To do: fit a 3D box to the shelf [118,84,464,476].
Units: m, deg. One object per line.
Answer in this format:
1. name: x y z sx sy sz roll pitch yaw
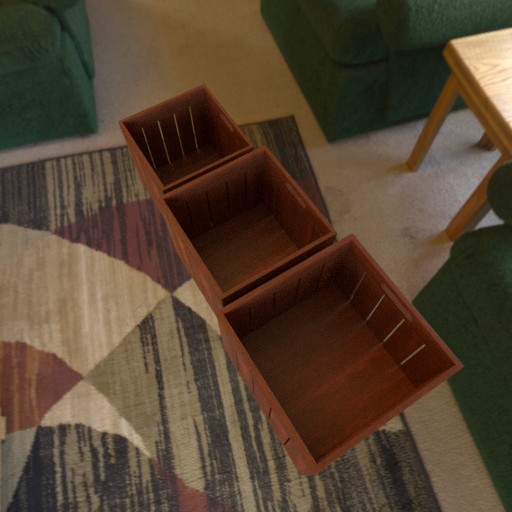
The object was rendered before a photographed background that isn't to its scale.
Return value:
1. shelf: 0.000 0.000 1.252 0.393 0.311 1.064 -29 67 -14
